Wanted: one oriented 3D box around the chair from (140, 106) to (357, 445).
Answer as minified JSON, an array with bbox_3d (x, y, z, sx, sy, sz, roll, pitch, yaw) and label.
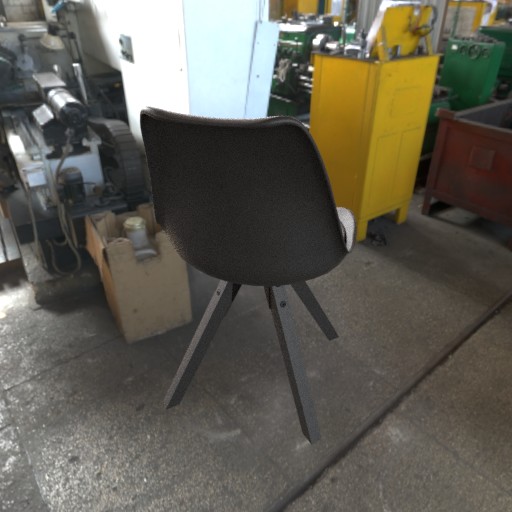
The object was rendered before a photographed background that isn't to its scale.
[{"bbox_3d":[0.000,0.000,1.140,0.485,0.850,0.550,8,33,13],"label":"chair"}]
